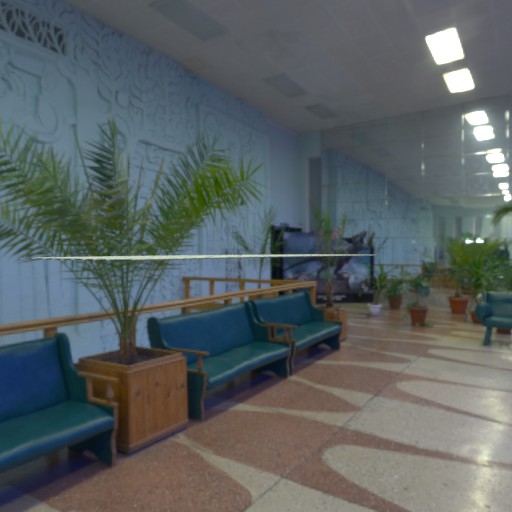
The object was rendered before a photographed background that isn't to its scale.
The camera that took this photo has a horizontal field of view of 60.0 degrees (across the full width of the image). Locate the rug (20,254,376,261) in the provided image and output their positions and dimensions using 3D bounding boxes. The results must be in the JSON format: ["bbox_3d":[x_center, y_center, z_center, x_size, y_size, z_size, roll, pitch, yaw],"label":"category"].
[{"bbox_3d":[0.000,0.000,2.519,0.620,0.008,2.372,0,1,35],"label":"rug"}]
